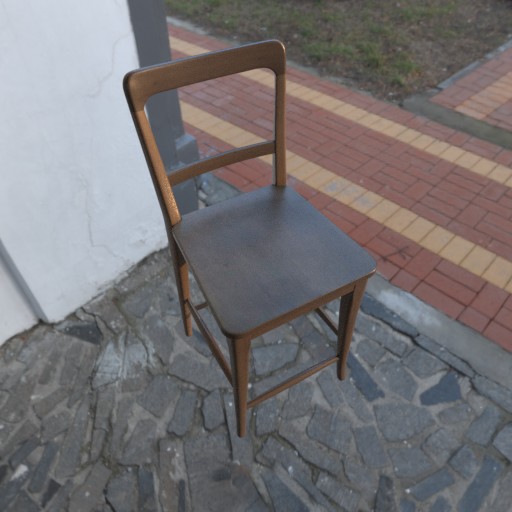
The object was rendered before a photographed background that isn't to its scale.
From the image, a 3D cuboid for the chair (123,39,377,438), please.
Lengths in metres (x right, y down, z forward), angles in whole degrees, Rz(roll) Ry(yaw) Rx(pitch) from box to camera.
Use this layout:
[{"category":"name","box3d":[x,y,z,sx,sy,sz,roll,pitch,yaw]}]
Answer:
[{"category":"chair","box3d":[0.000,0.000,1.298,0.450,0.991,0.546,-22,50,-20]}]
